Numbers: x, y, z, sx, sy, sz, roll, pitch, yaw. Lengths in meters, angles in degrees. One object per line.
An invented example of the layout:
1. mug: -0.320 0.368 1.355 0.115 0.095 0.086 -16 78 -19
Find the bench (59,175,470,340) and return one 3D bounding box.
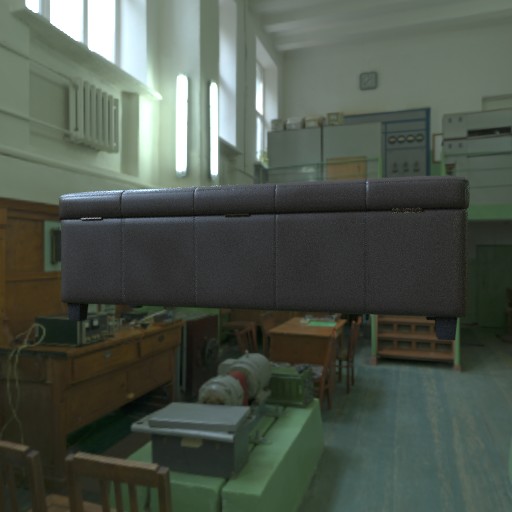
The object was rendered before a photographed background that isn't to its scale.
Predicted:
1. bench: 0.000 0.000 1.447 1.219 0.417 0.450 0 0 17
